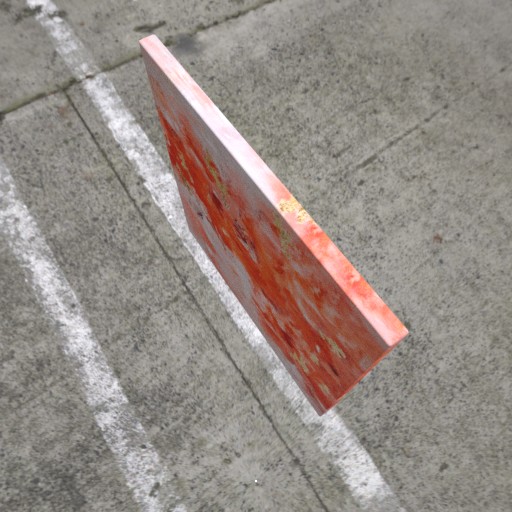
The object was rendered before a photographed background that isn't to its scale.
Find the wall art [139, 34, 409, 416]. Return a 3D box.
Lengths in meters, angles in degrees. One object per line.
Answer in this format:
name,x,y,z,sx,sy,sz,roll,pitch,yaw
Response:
wall art,0.000,0.000,1.081,0.064,0.746,0.747,-31,67,-15
